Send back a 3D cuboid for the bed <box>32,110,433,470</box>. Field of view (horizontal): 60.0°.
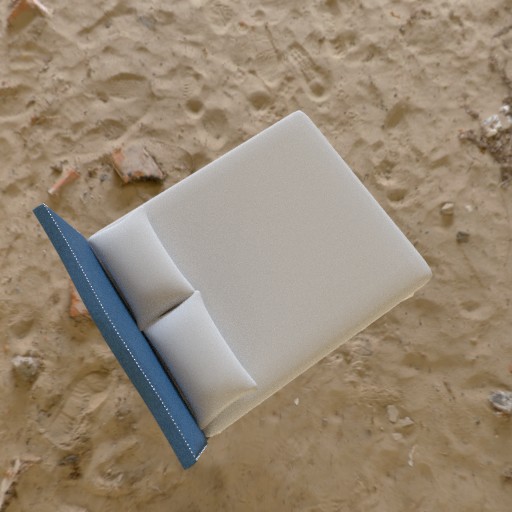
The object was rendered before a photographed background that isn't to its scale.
[{"bbox_3d":[0.000,0.000,2.864,1.872,1.169,1.610,-33,77,-9],"label":"bed"}]
